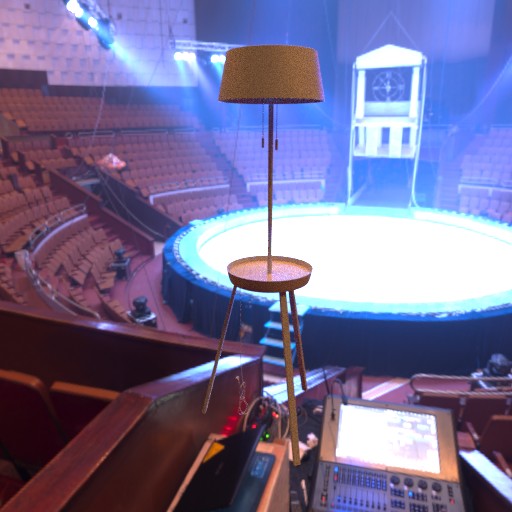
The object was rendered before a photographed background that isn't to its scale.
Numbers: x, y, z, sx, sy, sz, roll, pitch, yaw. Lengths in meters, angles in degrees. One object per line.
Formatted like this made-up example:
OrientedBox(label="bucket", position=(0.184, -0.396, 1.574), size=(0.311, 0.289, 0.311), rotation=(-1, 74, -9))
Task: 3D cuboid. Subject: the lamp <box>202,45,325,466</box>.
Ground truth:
OrientedBox(label="lamp", position=(0.000, 0.000, 1.675), size=(0.468, 1.429, 0.508), rotation=(3, 16, 9))
